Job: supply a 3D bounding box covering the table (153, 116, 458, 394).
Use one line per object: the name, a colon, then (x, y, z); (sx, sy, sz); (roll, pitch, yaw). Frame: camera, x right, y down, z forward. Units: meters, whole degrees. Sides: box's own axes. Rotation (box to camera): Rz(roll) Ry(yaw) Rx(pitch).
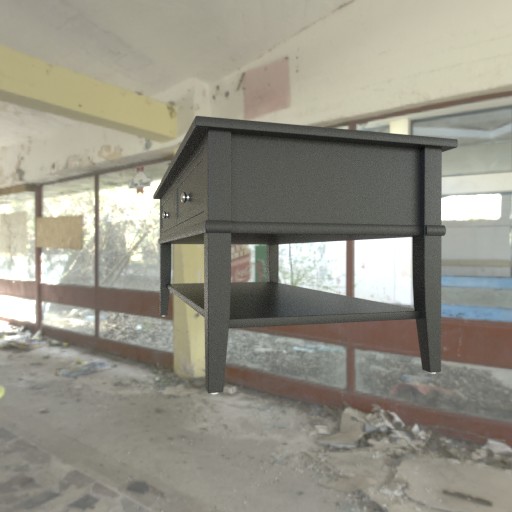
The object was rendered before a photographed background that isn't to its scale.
table: (0.000, 0.000, 1.306); (0.523, 0.470, 1.044); (0, 0, -17)
